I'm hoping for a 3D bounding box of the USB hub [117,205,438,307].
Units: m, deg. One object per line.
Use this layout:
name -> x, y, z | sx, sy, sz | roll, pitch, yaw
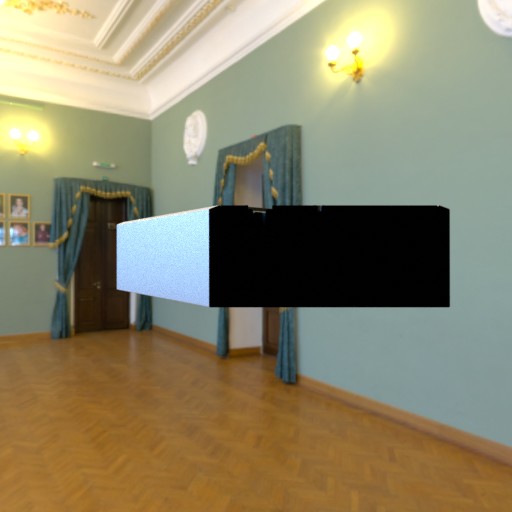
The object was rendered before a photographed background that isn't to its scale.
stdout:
USB hub -> 0.000, 0.000, 0.123 | 0.044, 0.023, 0.110 | 0, 0, -36
